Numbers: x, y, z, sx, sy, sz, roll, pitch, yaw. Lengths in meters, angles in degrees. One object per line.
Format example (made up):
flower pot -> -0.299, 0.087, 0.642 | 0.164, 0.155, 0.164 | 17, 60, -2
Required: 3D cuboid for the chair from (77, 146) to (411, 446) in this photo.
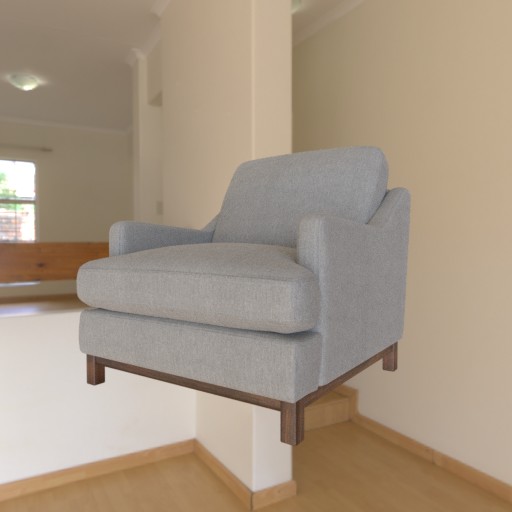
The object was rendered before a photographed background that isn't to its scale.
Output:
chair -> 0.000, 0.000, 1.532 | 0.826, 0.821, 0.892 | 1, 2, 35
